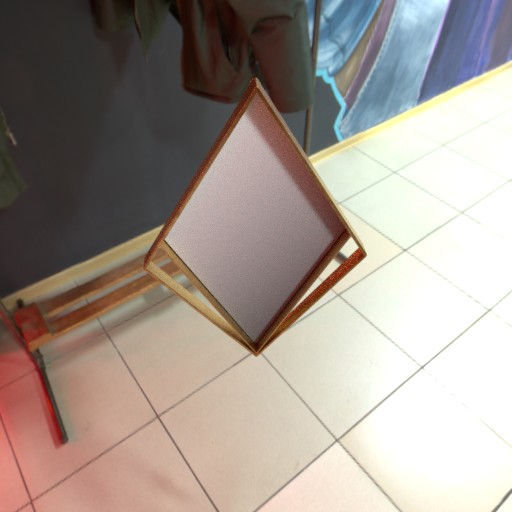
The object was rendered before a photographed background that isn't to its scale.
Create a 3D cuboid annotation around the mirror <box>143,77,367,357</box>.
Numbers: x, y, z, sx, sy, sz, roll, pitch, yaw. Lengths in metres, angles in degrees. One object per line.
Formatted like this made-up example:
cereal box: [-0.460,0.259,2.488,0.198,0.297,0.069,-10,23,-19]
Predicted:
mirror: [0.000,0.000,0.838,0.419,0.679,0.032,-3,47,-3]
